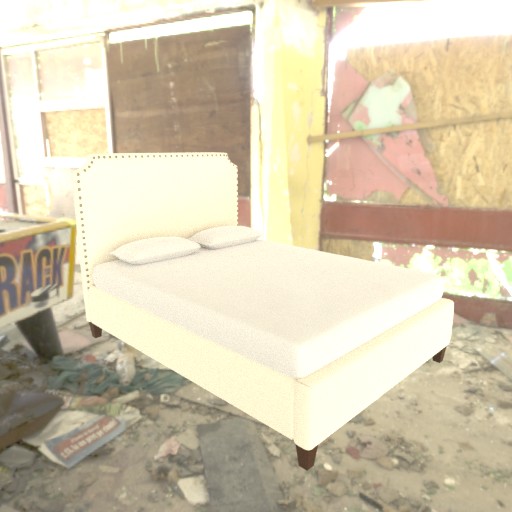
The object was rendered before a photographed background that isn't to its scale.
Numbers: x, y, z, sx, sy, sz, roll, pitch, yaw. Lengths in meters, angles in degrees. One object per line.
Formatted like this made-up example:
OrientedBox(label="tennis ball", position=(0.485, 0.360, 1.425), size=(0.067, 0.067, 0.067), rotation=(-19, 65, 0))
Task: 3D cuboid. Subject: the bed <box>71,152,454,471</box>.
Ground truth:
OrientedBox(label="bed", position=(0.000, 0.000, 3.343), size=(2.372, 1.497, 1.712), rotation=(13, 19, 43))
